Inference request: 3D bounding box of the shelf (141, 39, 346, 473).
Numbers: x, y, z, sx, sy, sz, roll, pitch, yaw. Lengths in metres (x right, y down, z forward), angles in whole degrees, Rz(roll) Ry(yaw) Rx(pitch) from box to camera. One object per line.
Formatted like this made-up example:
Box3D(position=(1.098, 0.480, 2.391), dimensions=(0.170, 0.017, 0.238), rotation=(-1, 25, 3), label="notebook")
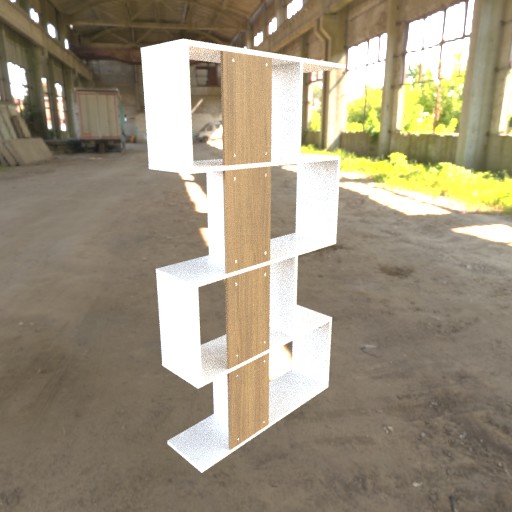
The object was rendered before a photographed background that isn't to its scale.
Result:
Box3D(position=(0.000, 0.000, 2.000), dimensions=(0.250, 1.650, 0.890), rotation=(16, 23, 43), label="shelf")
